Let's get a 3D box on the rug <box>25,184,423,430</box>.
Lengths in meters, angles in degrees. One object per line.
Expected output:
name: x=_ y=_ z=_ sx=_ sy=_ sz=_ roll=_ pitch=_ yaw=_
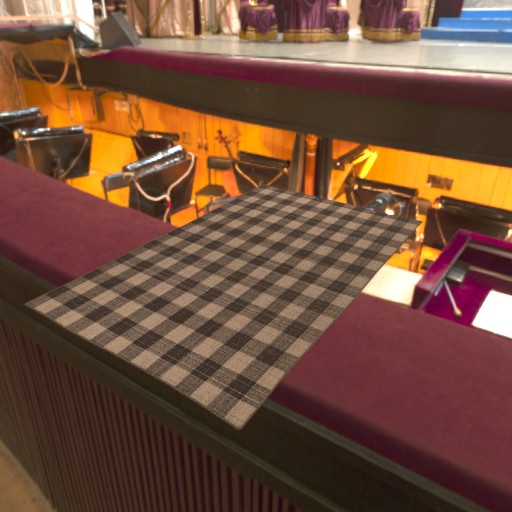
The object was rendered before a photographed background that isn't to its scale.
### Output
rug: x=0.000 y=0.000 z=3.048 sx=1.554 sy=0.011 sz=2.476 roll=18 pitch=34 yaw=30
